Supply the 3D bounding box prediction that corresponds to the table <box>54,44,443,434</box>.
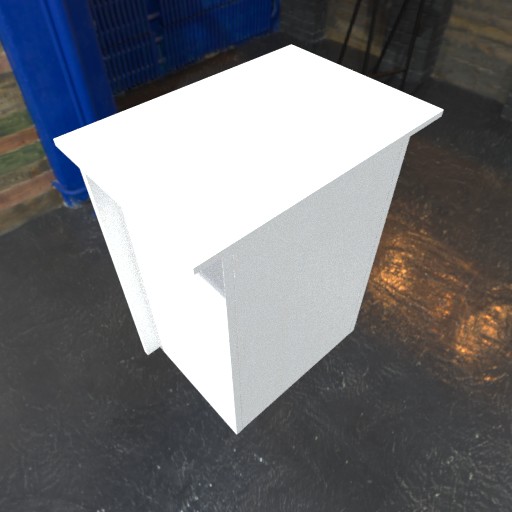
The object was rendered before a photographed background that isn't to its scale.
[{"bbox_3d":[0.000,0.000,1.066,0.589,0.711,0.406,-34,56,-27],"label":"table"}]
